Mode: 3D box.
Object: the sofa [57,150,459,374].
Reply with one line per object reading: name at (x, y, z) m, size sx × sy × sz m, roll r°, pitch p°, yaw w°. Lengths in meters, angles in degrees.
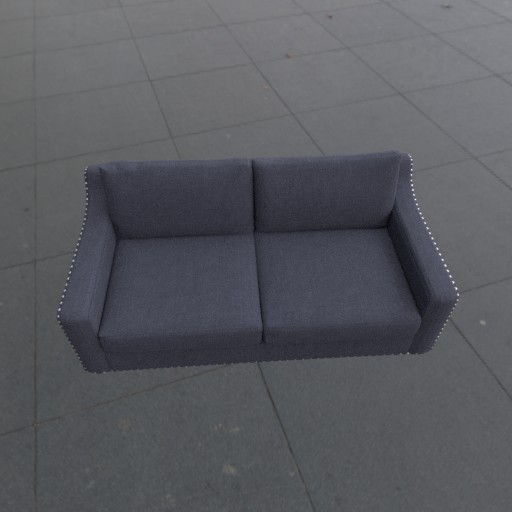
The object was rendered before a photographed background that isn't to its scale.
sofa at (0.000, 0.000, 3.317) m, size 2.550 × 1.196 × 1.336 m, roll -3°, pitch 47°, yaw -3°
